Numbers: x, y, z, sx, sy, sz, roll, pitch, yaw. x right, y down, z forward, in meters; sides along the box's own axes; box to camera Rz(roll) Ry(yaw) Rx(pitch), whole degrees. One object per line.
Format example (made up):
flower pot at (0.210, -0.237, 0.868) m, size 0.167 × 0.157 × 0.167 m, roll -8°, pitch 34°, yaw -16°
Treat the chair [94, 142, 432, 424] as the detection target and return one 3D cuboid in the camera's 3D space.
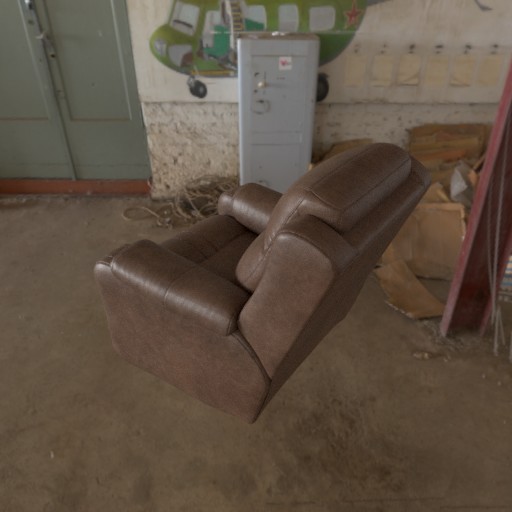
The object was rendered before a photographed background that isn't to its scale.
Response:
chair at (0.000, 0.000, 1.819) m, size 1.067 × 0.990 × 0.940 m, roll 21°, pitch 38°, yaw 30°
